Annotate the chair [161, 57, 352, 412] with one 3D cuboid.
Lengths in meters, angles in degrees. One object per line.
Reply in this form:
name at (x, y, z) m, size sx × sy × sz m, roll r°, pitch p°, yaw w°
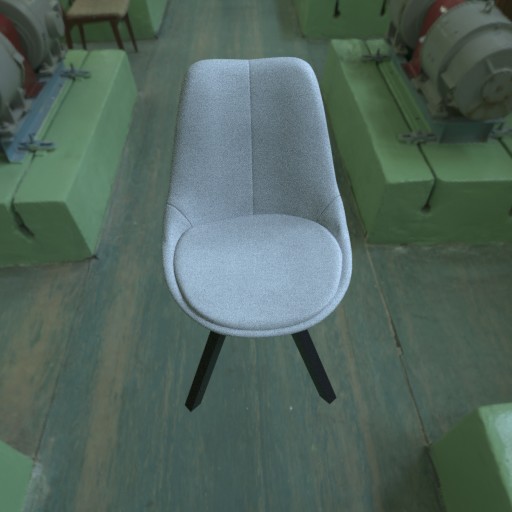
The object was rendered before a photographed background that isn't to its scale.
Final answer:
chair at (0.000, 0.000, 1.198) m, size 0.485 × 0.850 × 0.550 m, roll -3°, pitch 47°, yaw -3°
